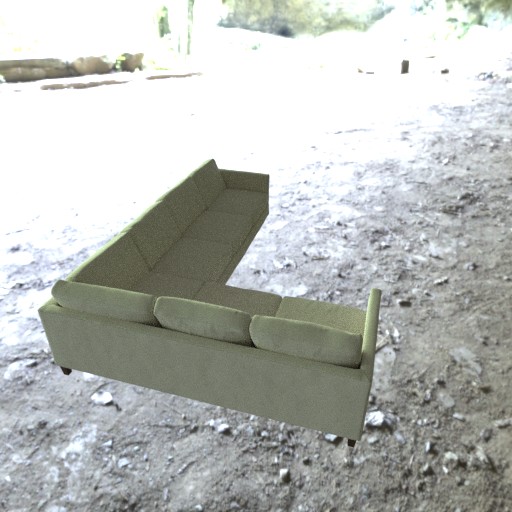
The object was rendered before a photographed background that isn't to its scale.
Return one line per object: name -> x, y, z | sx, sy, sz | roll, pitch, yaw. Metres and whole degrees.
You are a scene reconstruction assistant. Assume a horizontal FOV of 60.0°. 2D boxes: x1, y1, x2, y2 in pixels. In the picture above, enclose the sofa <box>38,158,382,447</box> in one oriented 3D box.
sofa -> 0.000, 0.000, 4.368 | 2.432, 0.863, 3.182 | 9, 32, 14
